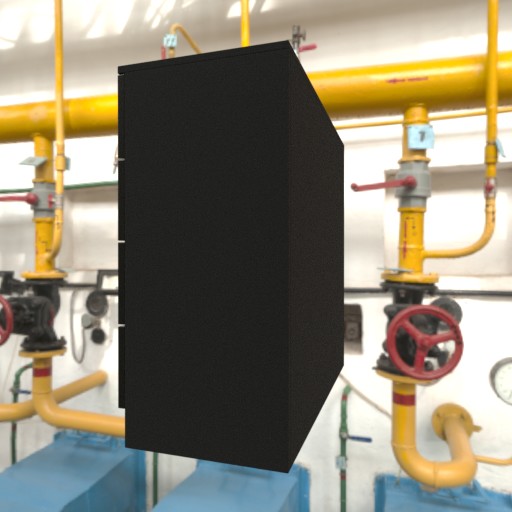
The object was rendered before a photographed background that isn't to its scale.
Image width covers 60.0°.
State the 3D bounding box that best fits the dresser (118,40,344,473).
[{"bbox_3d":[0.000,0.000,1.147,0.360,0.720,0.750,0,0,18],"label":"dresser"}]
